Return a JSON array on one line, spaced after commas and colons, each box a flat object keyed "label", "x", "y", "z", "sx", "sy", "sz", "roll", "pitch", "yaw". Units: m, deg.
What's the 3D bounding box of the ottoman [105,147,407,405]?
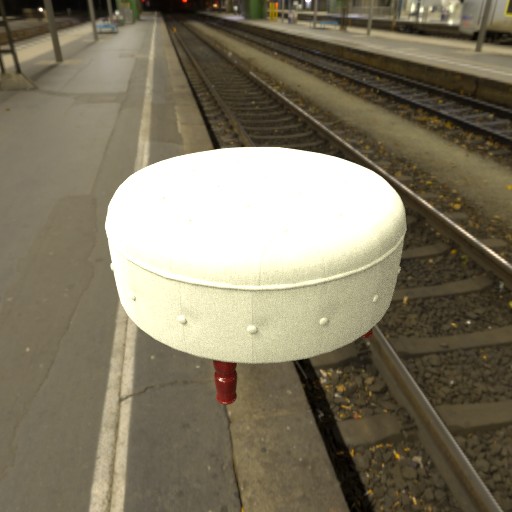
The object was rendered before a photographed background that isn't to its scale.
[{"label": "ottoman", "x": 0.000, "y": 0.000, "z": 1.383, "sx": 0.850, "sy": 0.483, "sz": 0.850, "roll": 0, "pitch": 30, "yaw": 0}]
